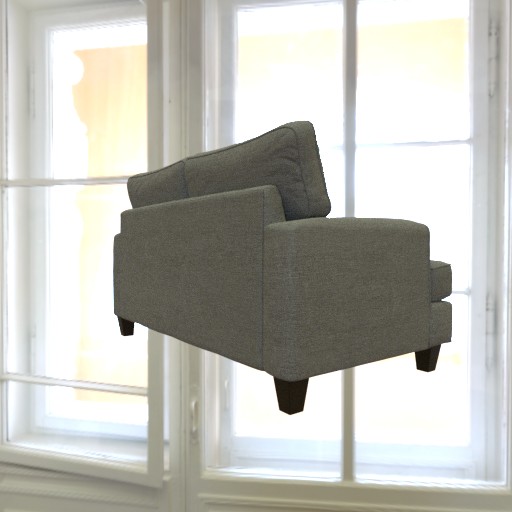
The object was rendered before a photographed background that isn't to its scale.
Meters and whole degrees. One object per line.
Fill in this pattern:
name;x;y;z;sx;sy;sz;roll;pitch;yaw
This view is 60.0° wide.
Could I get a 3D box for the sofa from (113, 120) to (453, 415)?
sofa;0.000;0.000;2.268;0.965;0.965;1.651;-1;2;-36
